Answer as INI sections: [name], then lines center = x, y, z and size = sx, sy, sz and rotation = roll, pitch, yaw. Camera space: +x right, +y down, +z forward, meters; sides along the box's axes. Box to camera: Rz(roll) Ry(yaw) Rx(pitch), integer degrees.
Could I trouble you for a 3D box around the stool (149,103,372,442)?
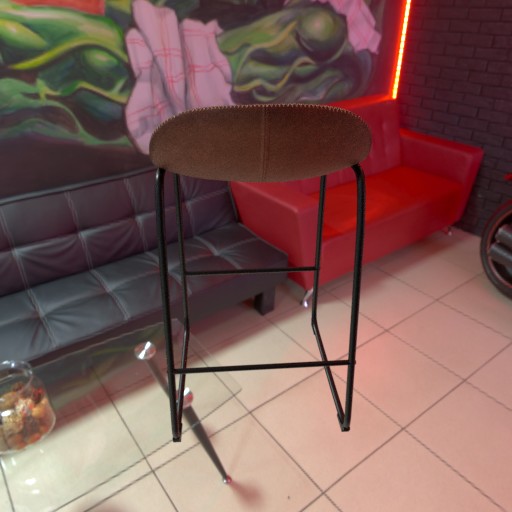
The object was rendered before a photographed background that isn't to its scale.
[stool]
center = 0.000, 0.000, 1.122
size = 0.454, 0.830, 0.473
rotation = -2, 30, -4
